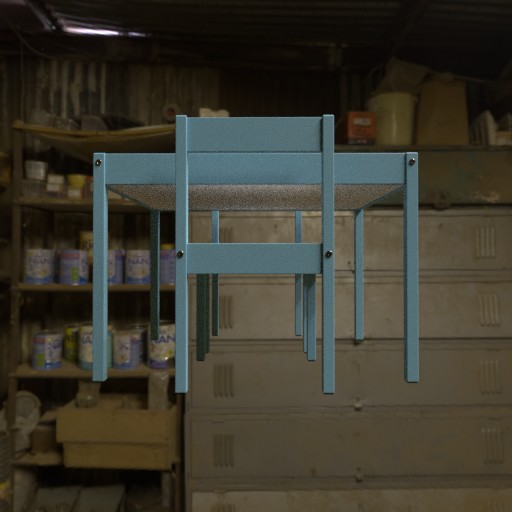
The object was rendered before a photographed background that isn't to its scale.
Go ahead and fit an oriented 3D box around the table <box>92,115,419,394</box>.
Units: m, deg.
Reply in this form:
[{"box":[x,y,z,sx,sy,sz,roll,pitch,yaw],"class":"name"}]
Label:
[{"box":[0.000,0.000,1.111,0.639,0.503,0.633,0,-1,0],"class":"table"}]
